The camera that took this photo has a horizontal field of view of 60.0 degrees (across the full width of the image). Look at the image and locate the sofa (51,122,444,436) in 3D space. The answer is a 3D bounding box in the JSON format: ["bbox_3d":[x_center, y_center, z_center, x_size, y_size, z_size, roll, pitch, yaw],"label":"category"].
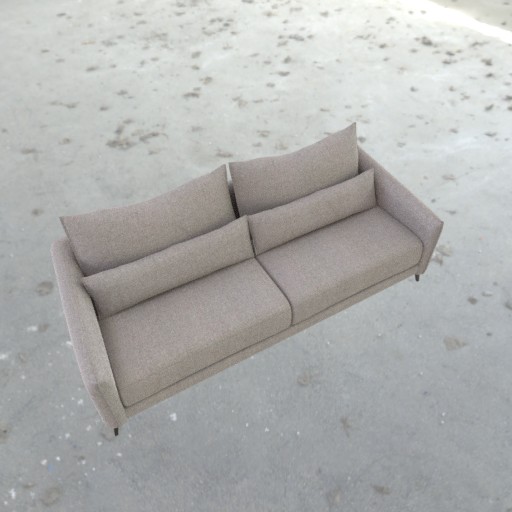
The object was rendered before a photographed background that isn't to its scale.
[{"bbox_3d":[0.000,0.000,2.406,2.022,0.833,0.809,-22,50,-20],"label":"sofa"}]
